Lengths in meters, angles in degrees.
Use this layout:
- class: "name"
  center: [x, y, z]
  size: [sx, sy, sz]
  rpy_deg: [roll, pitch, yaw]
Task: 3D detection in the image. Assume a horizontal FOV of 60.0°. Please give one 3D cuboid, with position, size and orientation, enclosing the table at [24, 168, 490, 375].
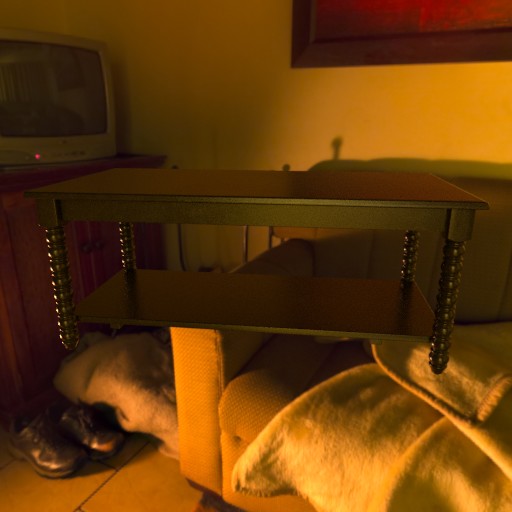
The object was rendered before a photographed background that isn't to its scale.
- class: "table"
  center: [0.000, 0.000, 1.439]
  size: [1.171, 0.487, 0.580]
  rpy_deg: [2, 18, 7]
